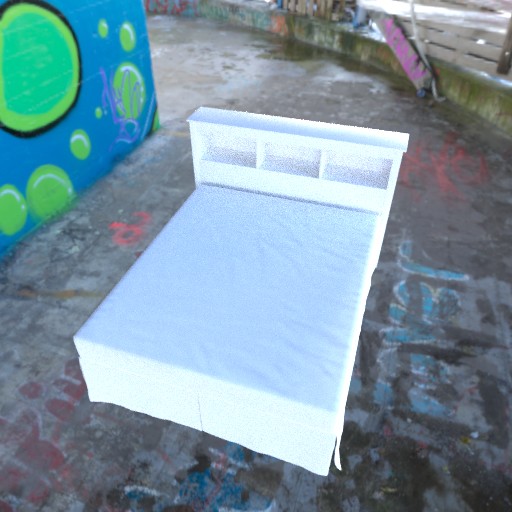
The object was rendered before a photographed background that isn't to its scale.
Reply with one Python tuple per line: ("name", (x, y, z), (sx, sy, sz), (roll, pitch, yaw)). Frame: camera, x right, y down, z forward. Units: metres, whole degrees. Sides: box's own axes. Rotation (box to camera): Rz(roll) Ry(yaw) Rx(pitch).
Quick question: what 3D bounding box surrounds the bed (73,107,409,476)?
("bed", (0.000, 0.000, 3.042), (1.671, 1.092, 2.133), (12, 41, 14))
